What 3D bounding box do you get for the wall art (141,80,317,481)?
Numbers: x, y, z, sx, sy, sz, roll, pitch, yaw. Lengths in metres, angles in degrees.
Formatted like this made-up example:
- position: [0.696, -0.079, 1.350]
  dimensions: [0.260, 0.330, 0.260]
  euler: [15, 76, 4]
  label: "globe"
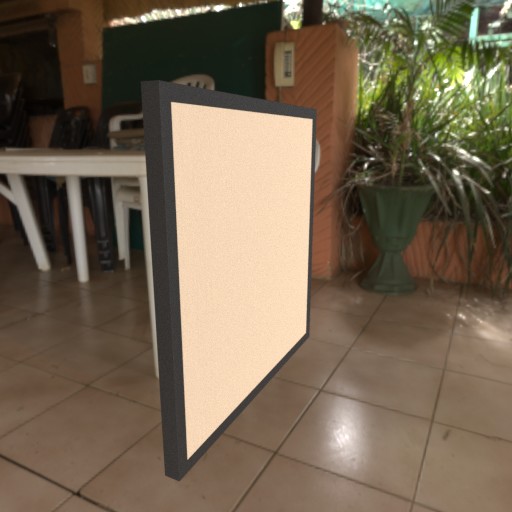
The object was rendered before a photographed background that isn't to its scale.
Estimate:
- position: [0.000, 0.000, 0.456]
  dimensions: [0.015, 0.304, 0.306]
  euler: [7, 16, 26]
  label: "wall art"
